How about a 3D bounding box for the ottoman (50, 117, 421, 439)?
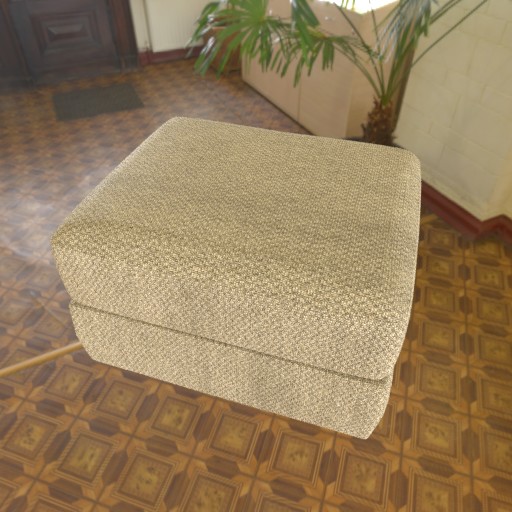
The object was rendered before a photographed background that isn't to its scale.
[{"bbox_3d":[0.000,0.000,1.129,0.751,0.476,0.603,12,44,13],"label":"ottoman"}]
